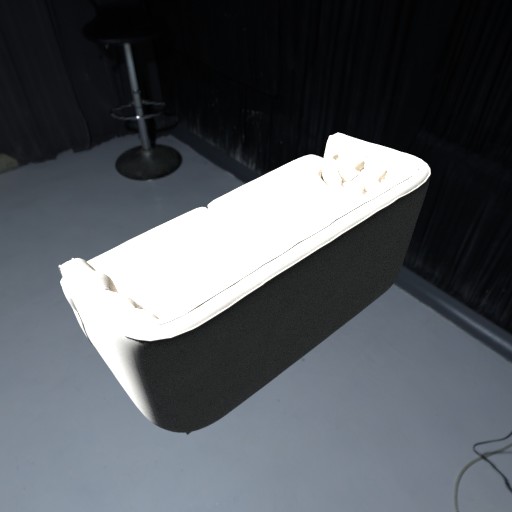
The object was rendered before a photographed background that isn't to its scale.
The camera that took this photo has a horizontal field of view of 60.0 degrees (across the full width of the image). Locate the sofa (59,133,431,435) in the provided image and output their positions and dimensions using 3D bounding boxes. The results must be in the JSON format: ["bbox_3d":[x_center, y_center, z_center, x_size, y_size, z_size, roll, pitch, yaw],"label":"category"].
[{"bbox_3d":[0.000,0.000,2.290,1.731,0.878,0.940,-31,52,-27],"label":"sofa"}]
